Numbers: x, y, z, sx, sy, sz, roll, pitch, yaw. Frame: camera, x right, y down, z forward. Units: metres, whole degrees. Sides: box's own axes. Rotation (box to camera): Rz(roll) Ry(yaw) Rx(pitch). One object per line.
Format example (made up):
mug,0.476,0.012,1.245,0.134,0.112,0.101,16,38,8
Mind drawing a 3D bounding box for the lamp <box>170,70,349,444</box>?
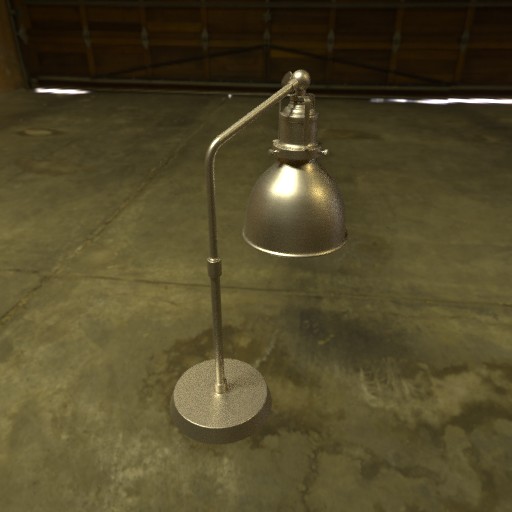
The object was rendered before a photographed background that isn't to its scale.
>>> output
lamp,0.000,0.000,0.597,0.286,0.456,0.153,-20,34,-33
